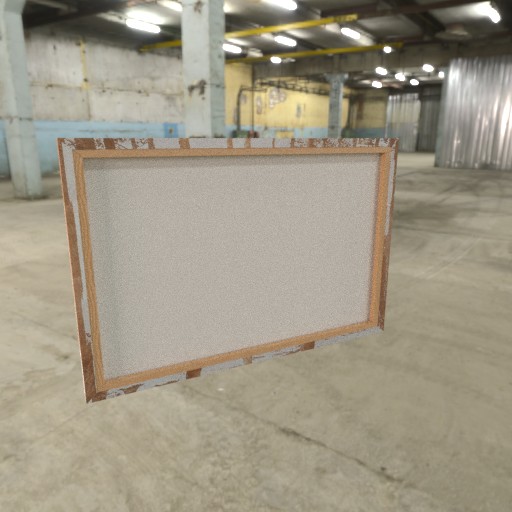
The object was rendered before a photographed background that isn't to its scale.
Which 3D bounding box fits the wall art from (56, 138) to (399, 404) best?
[{"bbox_3d":[0.000,0.000,1.185,0.914,0.609,0.035,-7,16,-26],"label":"wall art"}]
